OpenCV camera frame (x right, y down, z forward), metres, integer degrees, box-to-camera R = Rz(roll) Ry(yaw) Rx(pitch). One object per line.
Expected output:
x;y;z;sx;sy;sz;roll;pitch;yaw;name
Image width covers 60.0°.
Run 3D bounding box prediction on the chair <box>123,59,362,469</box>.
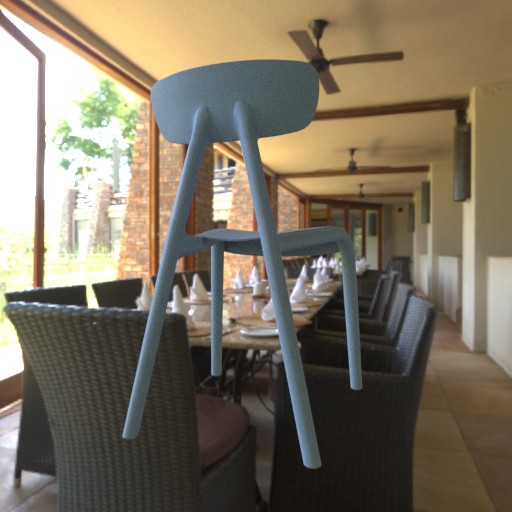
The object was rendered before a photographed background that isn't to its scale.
0.000;0.000;0.838;0.356;0.580;0.401;0;0;19;chair
